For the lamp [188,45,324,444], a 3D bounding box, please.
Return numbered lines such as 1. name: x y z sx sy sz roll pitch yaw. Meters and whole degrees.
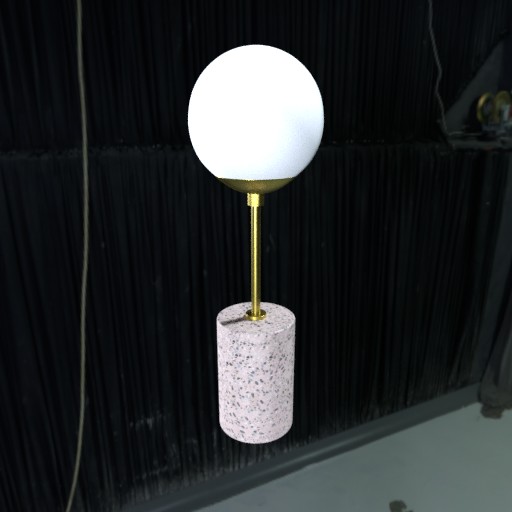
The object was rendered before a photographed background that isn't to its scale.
1. lamp: 0.000 0.000 0.555 0.153 0.480 0.153 0 17 0
